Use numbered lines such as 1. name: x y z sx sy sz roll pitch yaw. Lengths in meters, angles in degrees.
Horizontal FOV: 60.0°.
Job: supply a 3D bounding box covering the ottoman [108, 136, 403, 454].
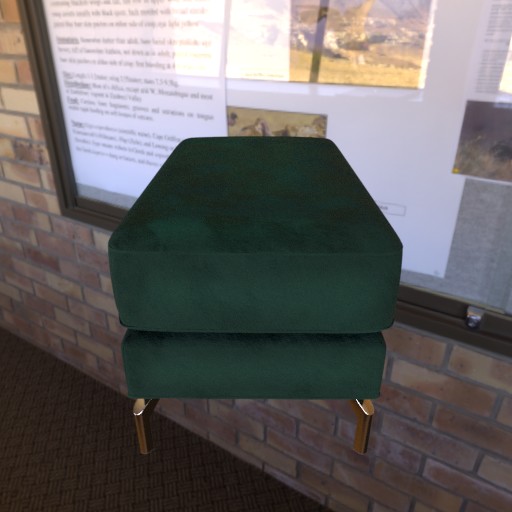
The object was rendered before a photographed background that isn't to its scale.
1. ottoman: 0.000 0.000 1.238 0.536 0.533 0.886 0 27 0
